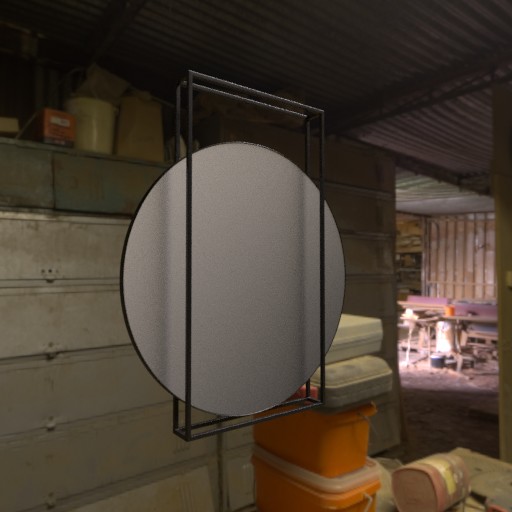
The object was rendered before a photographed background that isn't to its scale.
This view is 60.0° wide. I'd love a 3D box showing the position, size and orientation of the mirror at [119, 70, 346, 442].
[{"bbox_3d":[0.000,0.000,0.833,0.508,0.603,0.051,1,-2,-37],"label":"mirror"}]
